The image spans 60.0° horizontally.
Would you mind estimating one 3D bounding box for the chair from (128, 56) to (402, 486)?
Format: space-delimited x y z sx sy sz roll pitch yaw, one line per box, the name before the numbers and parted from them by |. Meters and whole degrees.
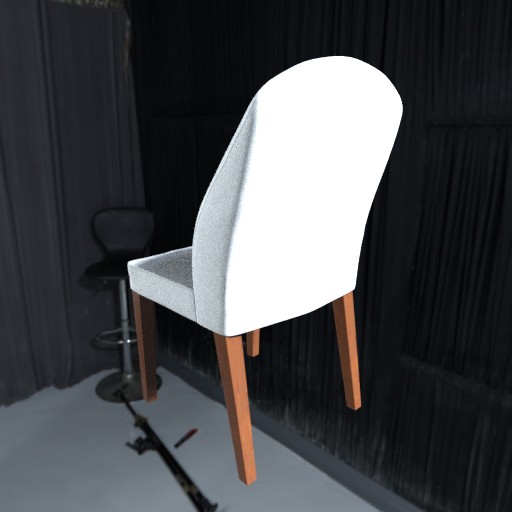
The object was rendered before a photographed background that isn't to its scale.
chair | 0.000 0.000 1.153 0.472 0.893 0.540 -14 20 -42
